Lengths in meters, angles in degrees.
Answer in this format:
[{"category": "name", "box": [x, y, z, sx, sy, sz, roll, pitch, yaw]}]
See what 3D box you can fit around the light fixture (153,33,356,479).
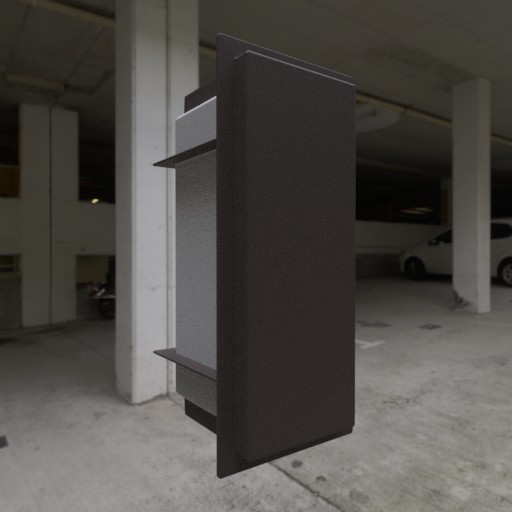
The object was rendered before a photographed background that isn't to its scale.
[{"category": "light fixture", "box": [0.000, 0.000, 0.434, 0.153, 0.347, 0.146, 0, 1, -36]}]
